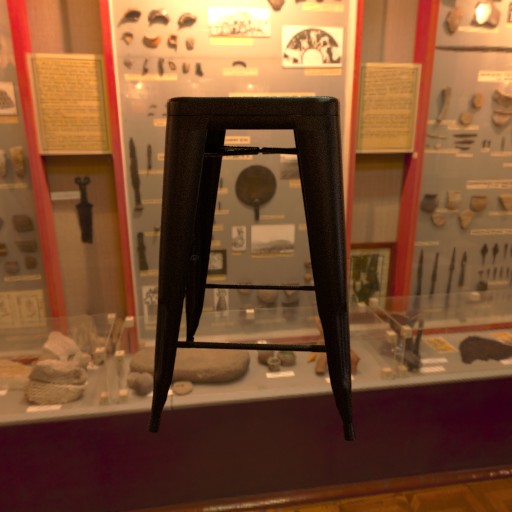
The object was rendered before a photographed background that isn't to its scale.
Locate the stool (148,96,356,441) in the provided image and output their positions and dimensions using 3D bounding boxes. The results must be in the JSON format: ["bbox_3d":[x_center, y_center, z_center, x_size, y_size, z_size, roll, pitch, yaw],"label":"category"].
[{"bbox_3d":[0.000,0.000,0.917,0.455,0.609,0.423,-2,17,-7],"label":"stool"}]
